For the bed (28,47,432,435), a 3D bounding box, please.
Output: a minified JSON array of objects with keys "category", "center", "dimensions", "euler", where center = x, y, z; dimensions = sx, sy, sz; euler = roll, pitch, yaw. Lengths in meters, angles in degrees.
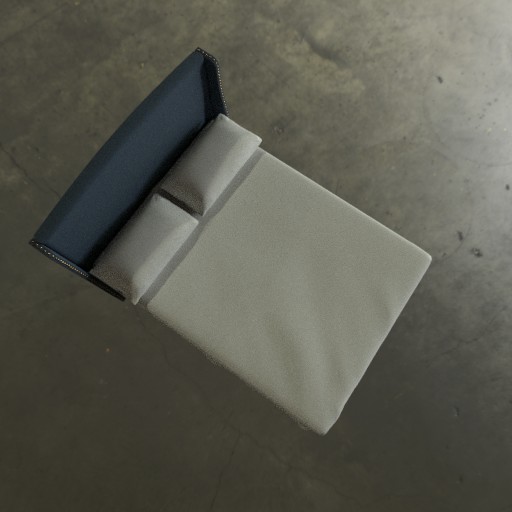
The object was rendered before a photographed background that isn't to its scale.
[{"category":"bed","center":[0.000,0.000,3.288],"dimensions":[2.237,1.407,1.710],"euler":[34,78,9]}]
